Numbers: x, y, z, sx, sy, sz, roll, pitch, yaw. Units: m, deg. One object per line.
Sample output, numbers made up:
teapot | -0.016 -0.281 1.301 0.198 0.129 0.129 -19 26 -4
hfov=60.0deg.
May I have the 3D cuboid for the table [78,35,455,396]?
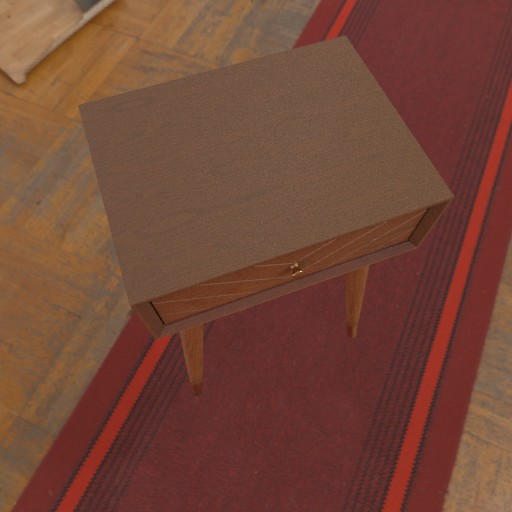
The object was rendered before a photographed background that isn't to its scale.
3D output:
table | 0.000 0.000 0.813 0.406 0.599 0.300 -18 65 -9
